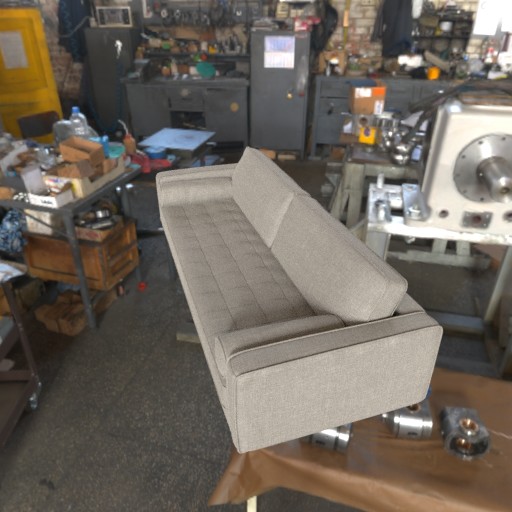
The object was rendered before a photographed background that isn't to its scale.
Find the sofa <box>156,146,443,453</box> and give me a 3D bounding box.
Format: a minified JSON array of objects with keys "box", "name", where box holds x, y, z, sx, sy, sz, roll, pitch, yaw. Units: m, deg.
[{"box":[0.000,0.000,2.656,0.914,0.762,2.211,-9,32,-16],"name":"sofa"}]
